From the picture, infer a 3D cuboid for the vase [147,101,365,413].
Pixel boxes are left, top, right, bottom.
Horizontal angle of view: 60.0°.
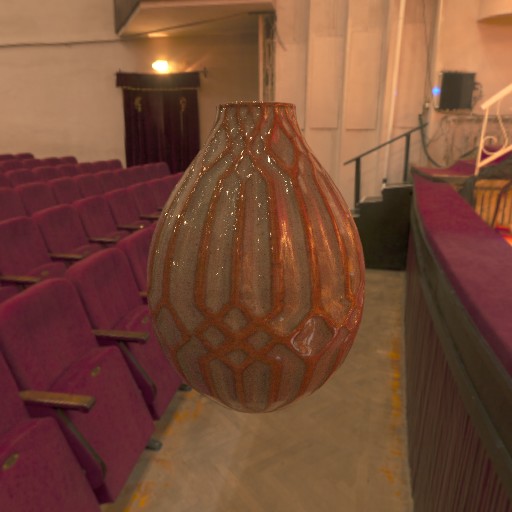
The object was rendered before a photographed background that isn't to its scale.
[{"bbox_3d":[0.000,0.000,0.269,0.131,0.175,0.131,0,15,0],"label":"vase"}]
